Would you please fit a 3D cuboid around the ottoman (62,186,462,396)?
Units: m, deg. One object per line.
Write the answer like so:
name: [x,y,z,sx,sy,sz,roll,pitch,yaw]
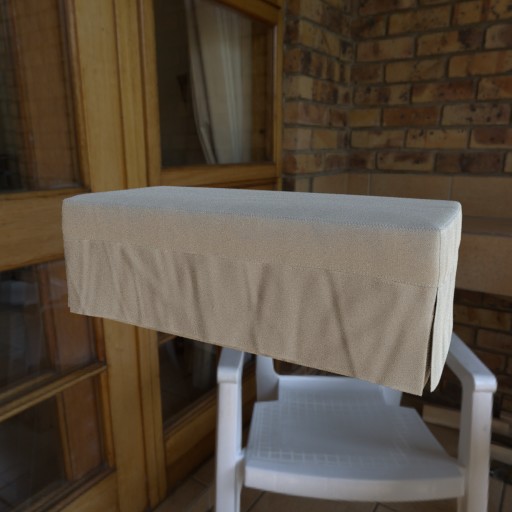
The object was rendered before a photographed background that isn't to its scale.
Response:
ottoman: [0.000,0.000,1.673,1.388,0.457,0.665,7,16,27]
